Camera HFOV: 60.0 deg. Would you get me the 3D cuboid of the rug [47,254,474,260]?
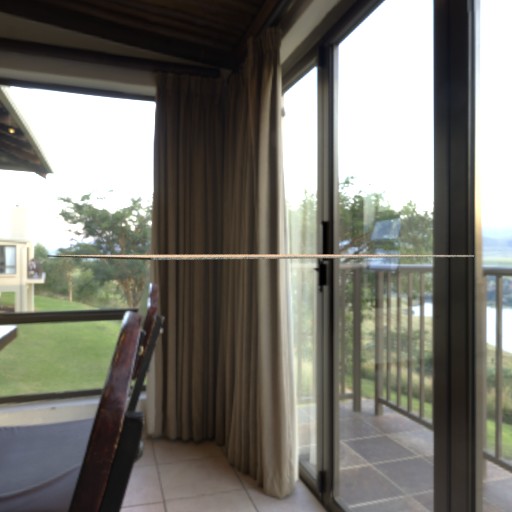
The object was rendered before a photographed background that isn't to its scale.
[{"bbox_3d":[0.000,0.000,4.042,3.056,0.013,2.441,0,1,-36],"label":"rug"}]
